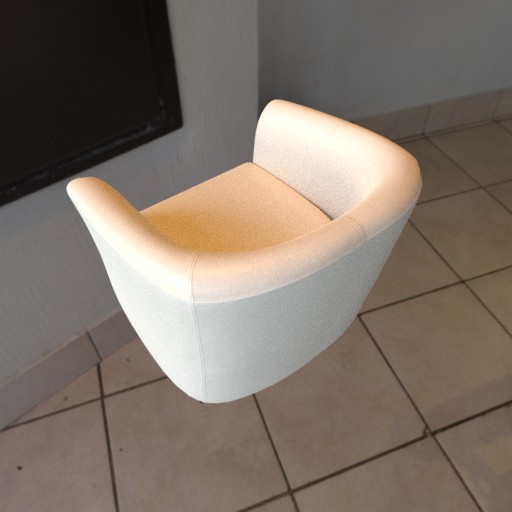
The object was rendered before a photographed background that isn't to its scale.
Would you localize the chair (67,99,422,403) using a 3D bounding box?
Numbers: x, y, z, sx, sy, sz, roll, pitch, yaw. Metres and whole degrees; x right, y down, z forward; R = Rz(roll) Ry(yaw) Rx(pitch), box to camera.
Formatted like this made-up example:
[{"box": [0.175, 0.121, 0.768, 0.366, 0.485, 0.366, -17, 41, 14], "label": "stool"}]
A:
[{"box": [0.000, 0.000, 1.356, 0.792, 0.756, 0.727, -30, 54, -25], "label": "chair"}]
